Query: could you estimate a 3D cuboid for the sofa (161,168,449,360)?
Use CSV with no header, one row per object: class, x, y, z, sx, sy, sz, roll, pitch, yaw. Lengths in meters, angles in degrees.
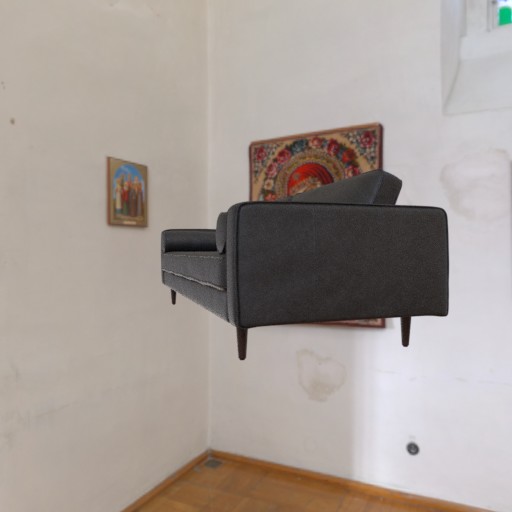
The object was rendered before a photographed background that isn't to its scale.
sofa,0.000,0.000,2.645,0.914,0.762,2.210,0,1,-19
